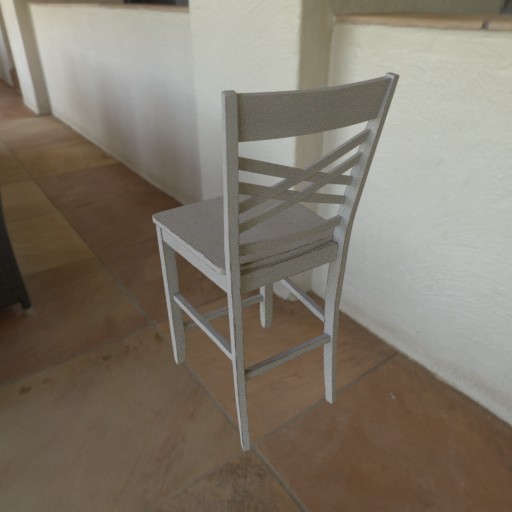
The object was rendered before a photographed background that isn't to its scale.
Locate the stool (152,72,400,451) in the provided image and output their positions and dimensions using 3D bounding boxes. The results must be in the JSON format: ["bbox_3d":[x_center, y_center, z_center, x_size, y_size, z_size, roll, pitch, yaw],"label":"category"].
[{"bbox_3d":[0.000,0.000,1.369,0.462,1.079,0.539,-18,34,-28],"label":"stool"}]
